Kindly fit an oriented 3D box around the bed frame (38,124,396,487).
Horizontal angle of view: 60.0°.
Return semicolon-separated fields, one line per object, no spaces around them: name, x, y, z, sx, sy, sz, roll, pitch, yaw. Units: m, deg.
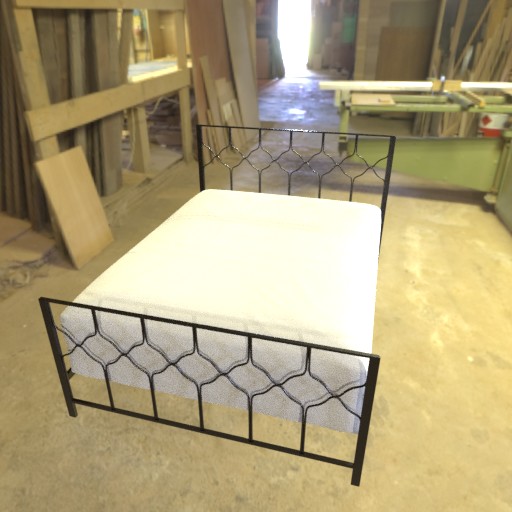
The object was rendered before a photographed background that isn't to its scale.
bed frame;0.000;0.000;2.899;1.597;1.222;2.063;7;28;14
